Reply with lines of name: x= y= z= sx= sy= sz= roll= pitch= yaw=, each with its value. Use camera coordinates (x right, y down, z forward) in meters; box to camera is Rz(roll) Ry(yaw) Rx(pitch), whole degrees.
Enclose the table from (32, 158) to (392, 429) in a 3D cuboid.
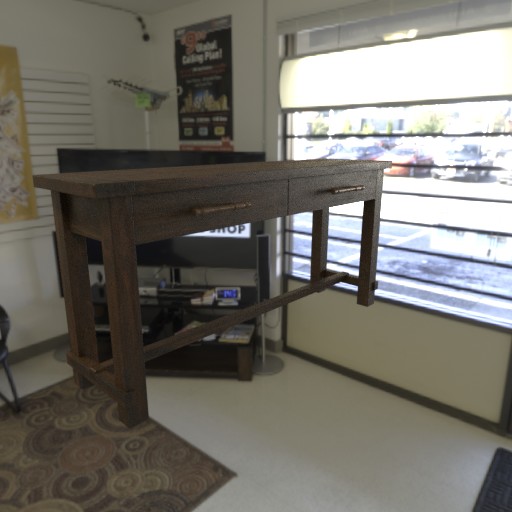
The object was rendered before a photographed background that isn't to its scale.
table: x=0.000 y=0.000 z=1.916 sx=0.442 sy=0.762 sz=1.599 roll=14 pitch=20 yaw=42
